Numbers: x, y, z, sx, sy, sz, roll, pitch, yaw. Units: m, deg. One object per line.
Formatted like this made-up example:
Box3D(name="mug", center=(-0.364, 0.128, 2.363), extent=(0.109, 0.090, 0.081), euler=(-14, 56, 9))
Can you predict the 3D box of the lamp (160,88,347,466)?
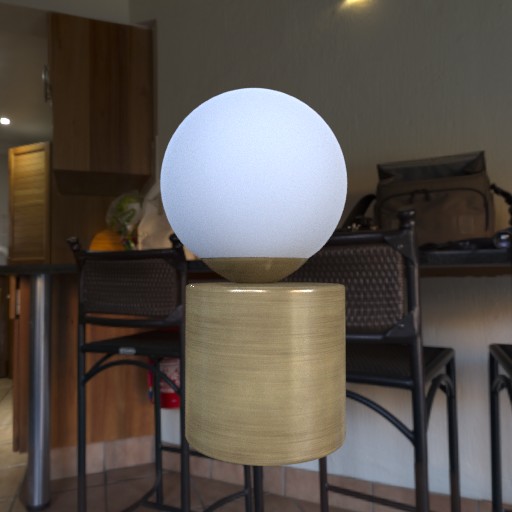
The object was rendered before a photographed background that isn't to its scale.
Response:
Box3D(name="lamp", center=(0.000, 0.000, 0.336), extent=(0.141, 0.250, 0.152), euler=(1, -2, -18))
